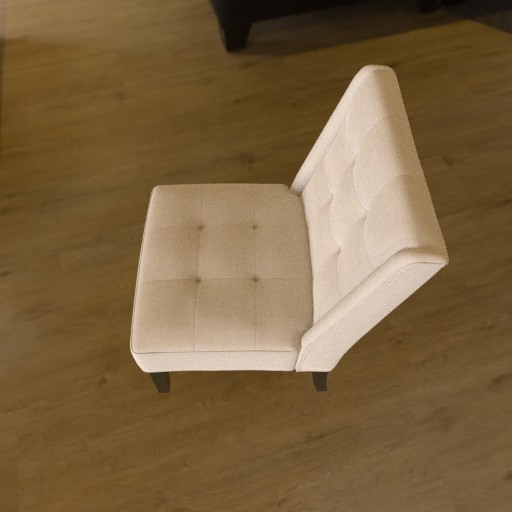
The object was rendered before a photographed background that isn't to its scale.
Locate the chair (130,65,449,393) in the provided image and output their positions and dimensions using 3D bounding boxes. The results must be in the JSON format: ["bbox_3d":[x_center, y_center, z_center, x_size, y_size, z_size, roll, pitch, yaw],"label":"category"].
[{"bbox_3d":[0.000,0.000,1.262,0.676,0.853,0.569,-1,58,0],"label":"chair"}]
